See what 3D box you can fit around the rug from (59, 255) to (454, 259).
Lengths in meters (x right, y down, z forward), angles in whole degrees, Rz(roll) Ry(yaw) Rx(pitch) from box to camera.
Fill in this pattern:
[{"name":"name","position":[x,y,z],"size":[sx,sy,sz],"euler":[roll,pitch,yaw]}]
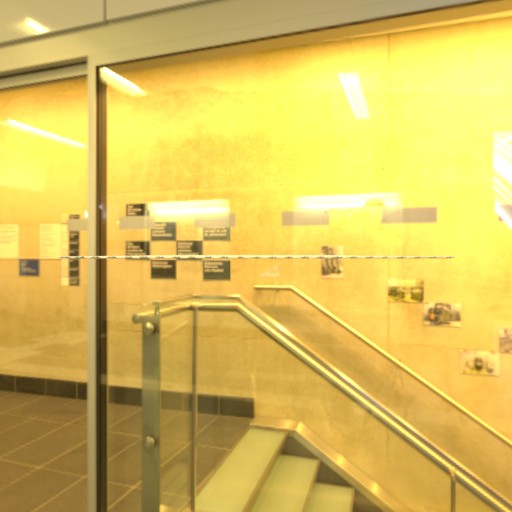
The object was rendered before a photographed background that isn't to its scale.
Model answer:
[{"name":"rug","position":[0.000,0.000,2.914],"size":[1.539,0.011,2.410],"euler":[0,0,0]}]
